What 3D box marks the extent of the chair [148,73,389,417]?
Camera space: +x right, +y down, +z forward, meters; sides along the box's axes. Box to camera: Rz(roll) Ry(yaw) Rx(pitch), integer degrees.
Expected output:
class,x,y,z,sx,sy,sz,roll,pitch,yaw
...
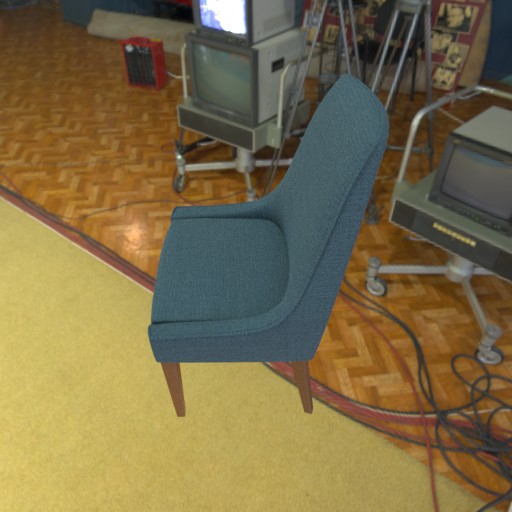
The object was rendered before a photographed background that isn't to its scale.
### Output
class,x,y,z,sx,sy,sz,roll,pitch,yaw
chair,0.000,0.000,1.208,0.544,0.861,0.529,-1,41,-1
